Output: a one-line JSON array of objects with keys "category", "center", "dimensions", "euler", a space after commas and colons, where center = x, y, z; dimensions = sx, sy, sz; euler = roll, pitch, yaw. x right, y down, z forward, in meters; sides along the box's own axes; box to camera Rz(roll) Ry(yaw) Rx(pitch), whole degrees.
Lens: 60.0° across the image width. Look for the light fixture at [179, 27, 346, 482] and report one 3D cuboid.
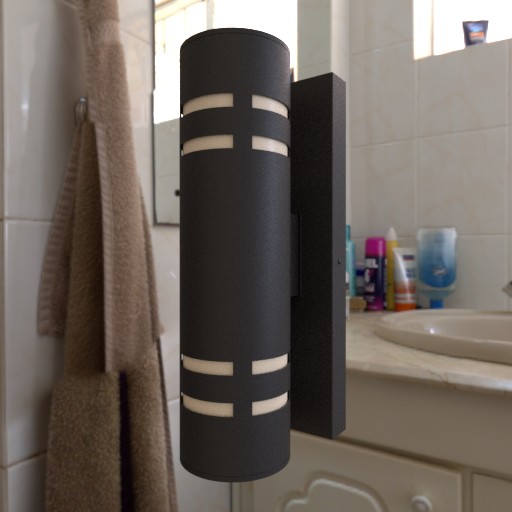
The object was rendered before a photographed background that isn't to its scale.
[{"category": "light fixture", "center": [0.000, 0.000, 0.389], "dimensions": [0.105, 0.330, 0.149], "euler": [0, 0, 35]}]
